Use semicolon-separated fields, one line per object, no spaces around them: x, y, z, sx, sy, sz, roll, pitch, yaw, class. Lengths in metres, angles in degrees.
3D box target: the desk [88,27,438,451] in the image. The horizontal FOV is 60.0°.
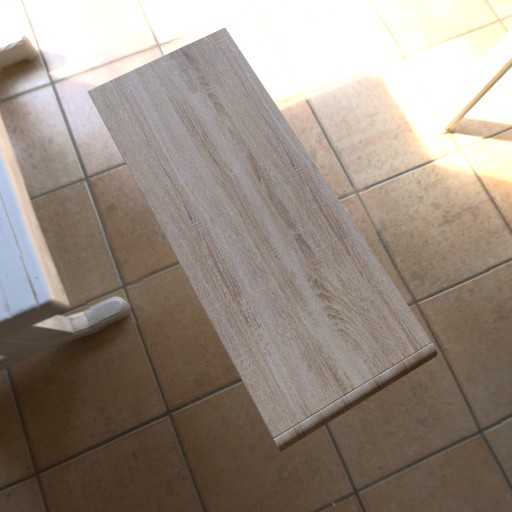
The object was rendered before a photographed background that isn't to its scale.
0.000;0.000;1.656;0.500;0.750;1.300;-29;77;-7;desk
